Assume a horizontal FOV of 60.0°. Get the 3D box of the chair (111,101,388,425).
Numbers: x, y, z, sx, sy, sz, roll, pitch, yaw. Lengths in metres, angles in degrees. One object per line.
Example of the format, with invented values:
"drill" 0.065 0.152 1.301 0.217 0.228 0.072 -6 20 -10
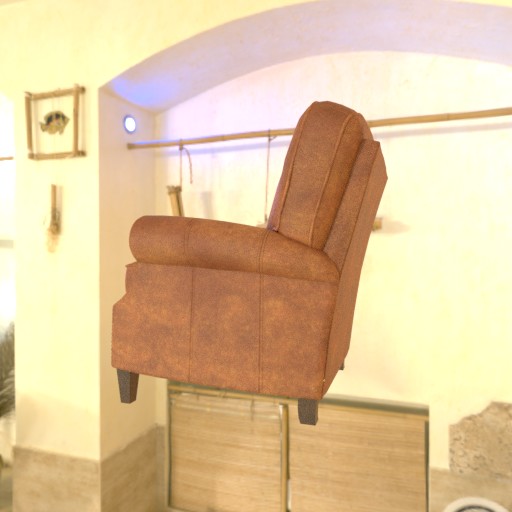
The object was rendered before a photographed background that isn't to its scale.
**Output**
"chair" 0.000 0.000 1.766 0.986 1.018 0.936 0 1 18
